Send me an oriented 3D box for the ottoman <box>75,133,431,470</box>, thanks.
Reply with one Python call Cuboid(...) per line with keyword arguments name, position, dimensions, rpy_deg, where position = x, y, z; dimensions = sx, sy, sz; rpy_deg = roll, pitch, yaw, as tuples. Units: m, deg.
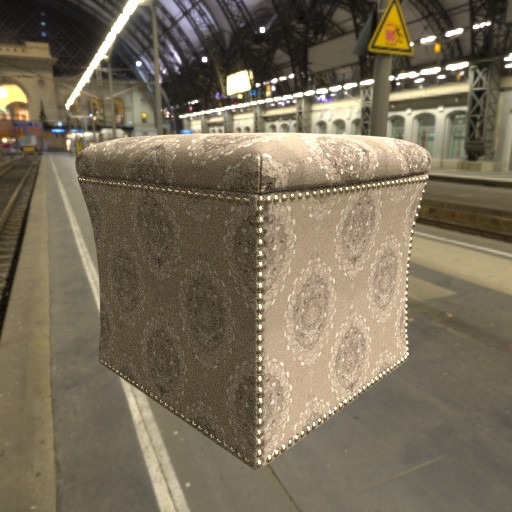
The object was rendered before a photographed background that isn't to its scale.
Cuboid(name="ottoman", position=(0.000, 0.000, 0.886), dimensions=(0.497, 0.473, 0.507), rpy_deg=(13, 20, 42))
